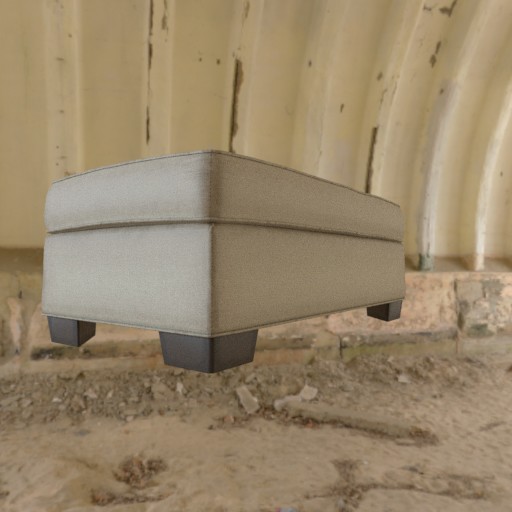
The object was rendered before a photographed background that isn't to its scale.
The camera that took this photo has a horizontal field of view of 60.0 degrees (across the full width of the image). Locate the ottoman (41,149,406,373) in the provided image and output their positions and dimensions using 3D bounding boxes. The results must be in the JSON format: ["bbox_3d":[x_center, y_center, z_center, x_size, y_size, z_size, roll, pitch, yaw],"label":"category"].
[{"bbox_3d":[0.000,0.000,1.424,0.617,0.461,1.097,-1,-1,37],"label":"ottoman"}]
